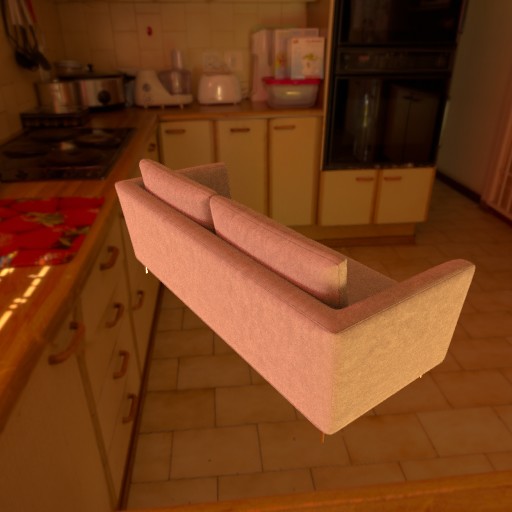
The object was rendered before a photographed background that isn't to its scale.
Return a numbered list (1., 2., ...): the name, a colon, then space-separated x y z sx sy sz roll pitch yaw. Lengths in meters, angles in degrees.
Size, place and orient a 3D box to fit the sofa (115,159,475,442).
1. sofa: 0.000 0.000 2.594 0.889 0.864 2.121 -18 32 -32
